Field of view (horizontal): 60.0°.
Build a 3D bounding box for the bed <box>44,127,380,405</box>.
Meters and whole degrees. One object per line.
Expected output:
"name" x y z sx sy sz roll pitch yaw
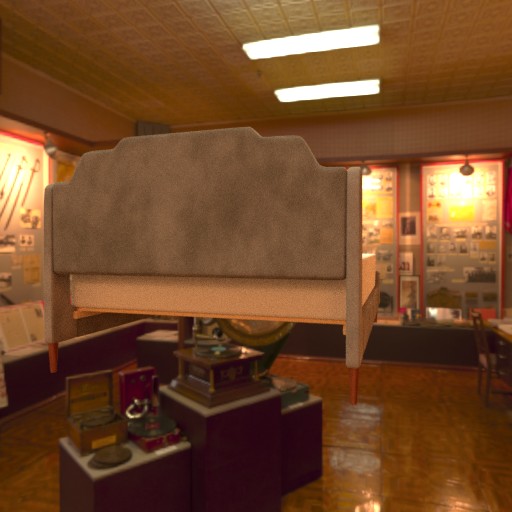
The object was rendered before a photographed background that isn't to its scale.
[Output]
"bed" 0.000 0.000 3.255 1.676 1.245 2.340 0 1 18
